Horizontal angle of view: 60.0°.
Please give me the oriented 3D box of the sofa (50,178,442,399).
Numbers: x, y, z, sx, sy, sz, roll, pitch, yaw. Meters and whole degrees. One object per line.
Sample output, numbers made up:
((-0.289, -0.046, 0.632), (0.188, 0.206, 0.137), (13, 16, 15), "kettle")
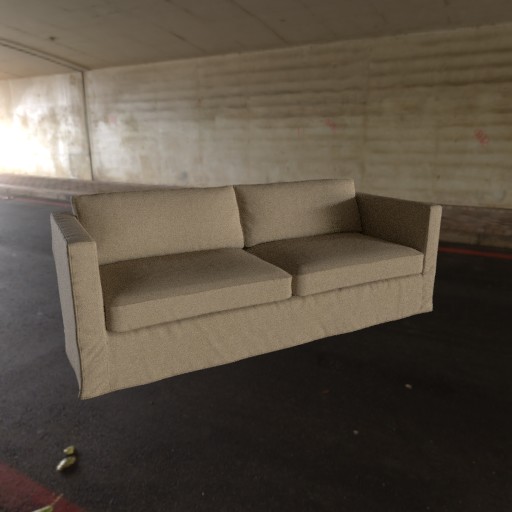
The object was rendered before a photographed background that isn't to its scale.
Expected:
((0.000, 0.000, 2.789), (2.296, 0.847, 0.956), (-8, 17, -27), "sofa")
